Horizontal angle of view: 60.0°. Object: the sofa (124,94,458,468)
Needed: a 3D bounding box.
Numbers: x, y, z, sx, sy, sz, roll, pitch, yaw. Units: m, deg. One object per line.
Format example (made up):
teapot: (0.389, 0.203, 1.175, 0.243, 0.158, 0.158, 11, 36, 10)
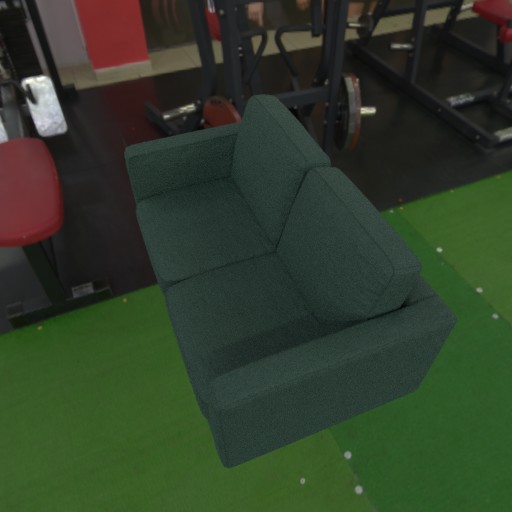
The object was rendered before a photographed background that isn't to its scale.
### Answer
sofa: (0.000, 0.000, 1.976, 0.879, 0.899, 1.430, -16, 49, -15)
